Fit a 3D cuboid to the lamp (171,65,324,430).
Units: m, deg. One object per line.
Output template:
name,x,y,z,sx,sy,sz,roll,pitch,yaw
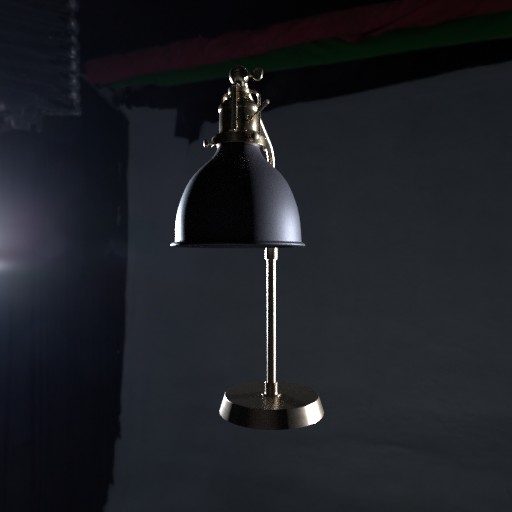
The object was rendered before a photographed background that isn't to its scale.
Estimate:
lamp,0.000,0.000,0.594,0.160,0.456,0.291,0,0,19
